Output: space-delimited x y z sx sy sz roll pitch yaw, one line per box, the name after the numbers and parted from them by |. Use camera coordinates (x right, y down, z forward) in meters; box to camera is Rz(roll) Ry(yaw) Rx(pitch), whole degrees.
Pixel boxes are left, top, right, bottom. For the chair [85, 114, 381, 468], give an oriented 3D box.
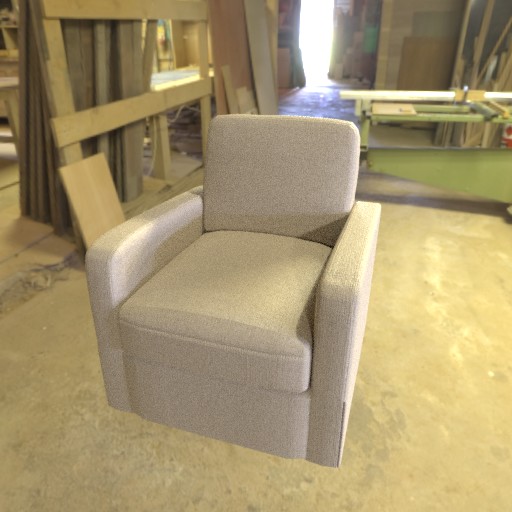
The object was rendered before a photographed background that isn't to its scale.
0.000 0.000 1.498 0.755 0.827 0.888 8 27 16 | chair
